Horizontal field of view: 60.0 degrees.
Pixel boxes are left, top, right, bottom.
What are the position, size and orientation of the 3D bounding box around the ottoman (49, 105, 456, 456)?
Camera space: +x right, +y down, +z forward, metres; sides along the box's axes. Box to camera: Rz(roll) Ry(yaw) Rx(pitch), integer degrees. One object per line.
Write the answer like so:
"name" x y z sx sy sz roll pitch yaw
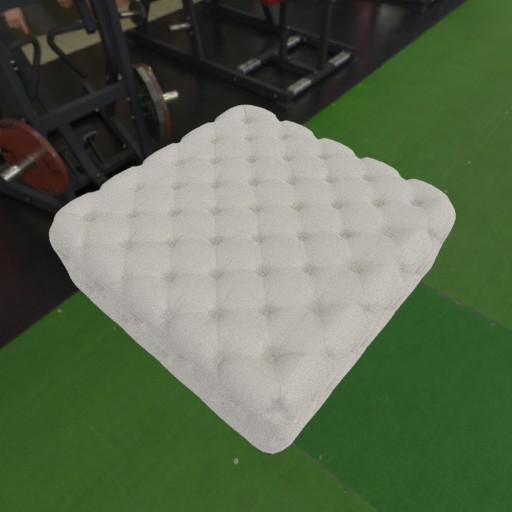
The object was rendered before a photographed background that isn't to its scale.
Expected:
"ottoman" 0.000 0.000 1.205 0.755 0.376 0.753 33 56 26
